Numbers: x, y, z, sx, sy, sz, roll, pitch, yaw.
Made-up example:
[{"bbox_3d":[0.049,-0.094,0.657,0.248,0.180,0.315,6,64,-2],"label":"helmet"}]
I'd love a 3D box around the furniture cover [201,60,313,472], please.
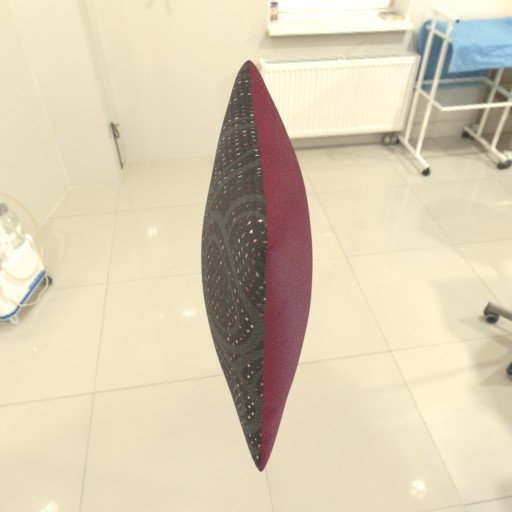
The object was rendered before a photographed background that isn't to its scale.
[{"bbox_3d":[0.000,0.000,0.797,0.193,0.509,0.552,-2,42,-2],"label":"furniture cover"}]
